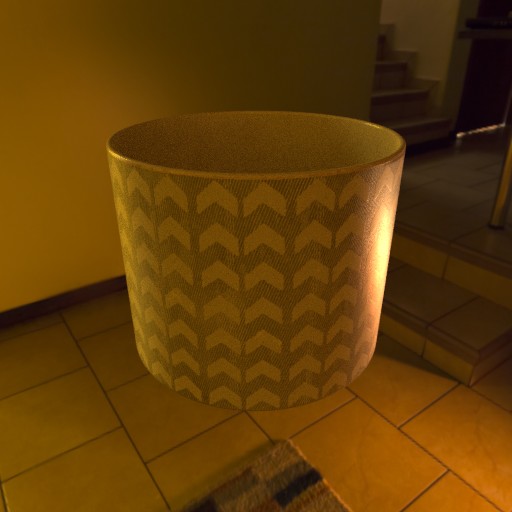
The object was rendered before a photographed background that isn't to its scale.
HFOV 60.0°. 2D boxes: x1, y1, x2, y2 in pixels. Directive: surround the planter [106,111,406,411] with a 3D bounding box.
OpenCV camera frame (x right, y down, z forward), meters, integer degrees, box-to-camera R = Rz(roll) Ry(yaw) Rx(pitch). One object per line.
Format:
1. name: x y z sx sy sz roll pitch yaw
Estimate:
1. planter: 0.000 0.000 0.439 0.250 0.239 0.250 0 27 0
